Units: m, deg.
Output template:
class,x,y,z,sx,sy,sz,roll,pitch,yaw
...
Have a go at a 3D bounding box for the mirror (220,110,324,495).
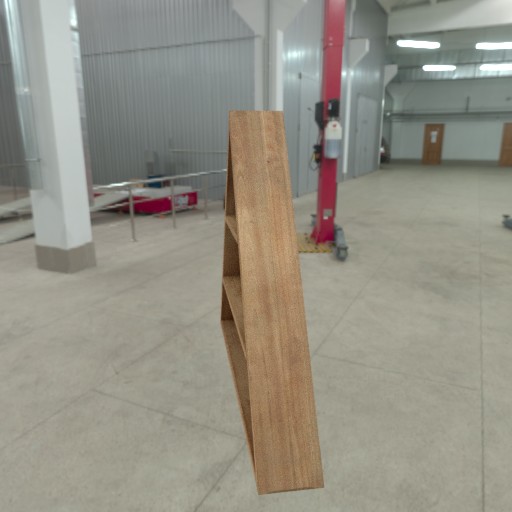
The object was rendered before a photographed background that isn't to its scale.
class,x,y,z,sx,sy,sz,roll,pitch,yaw
mirror,0.000,0.000,0.878,0.100,0.548,0.631,-2,15,-9
